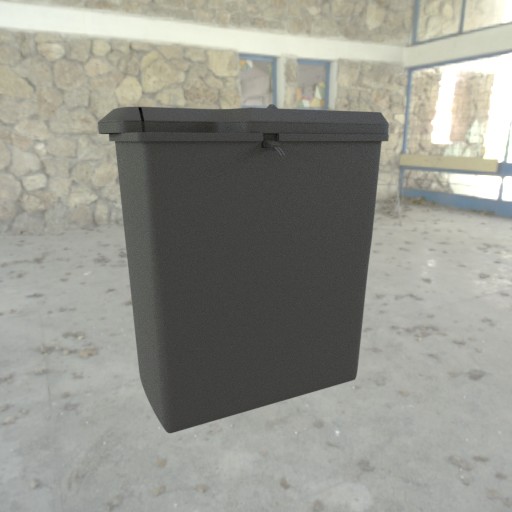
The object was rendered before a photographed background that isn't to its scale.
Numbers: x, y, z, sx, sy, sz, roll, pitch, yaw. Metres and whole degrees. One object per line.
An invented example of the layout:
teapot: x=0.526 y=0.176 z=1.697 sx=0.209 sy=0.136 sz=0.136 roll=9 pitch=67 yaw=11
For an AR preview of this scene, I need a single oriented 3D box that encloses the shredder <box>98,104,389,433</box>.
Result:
shredder: x=0.000 y=0.000 z=0.522 sx=0.320 sy=0.335 sz=0.170 roll=-7 pitch=16 yaw=-26
